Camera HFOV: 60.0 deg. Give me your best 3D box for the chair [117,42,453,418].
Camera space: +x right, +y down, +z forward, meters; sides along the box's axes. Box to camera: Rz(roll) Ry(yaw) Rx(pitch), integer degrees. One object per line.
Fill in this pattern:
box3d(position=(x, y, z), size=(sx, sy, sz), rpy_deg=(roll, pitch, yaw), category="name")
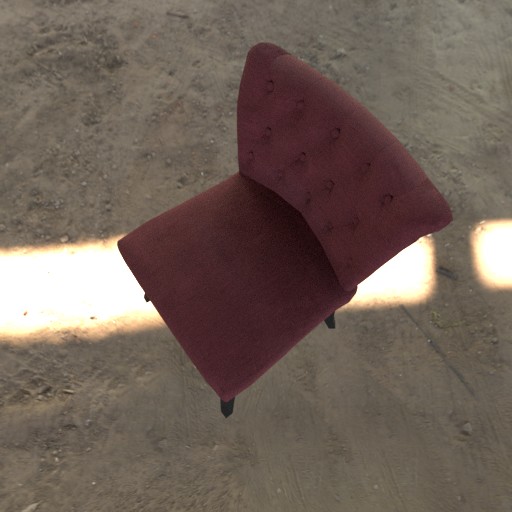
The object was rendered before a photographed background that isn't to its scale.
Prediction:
box3d(position=(0.000, 0.000, 1.181), size=(0.605, 0.750, 0.582), rpy_deg=(-34, 70, -15), category="chair")
